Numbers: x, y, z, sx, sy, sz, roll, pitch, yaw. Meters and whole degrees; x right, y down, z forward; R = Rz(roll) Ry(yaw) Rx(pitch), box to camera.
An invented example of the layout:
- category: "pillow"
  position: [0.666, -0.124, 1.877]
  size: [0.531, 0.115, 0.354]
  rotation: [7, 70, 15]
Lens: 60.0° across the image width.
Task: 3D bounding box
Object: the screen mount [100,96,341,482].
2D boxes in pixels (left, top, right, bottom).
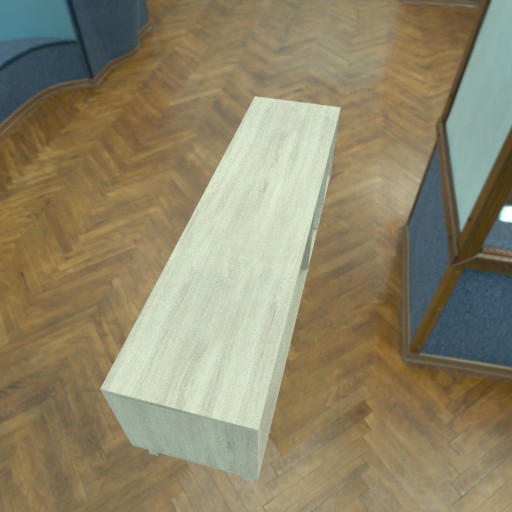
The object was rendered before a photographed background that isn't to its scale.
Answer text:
- category: "screen mount"
  position: [0.000, 0.000, 1.730]
  size: [0.400, 0.510, 1.500]
  rotation: [11, 48, 10]
